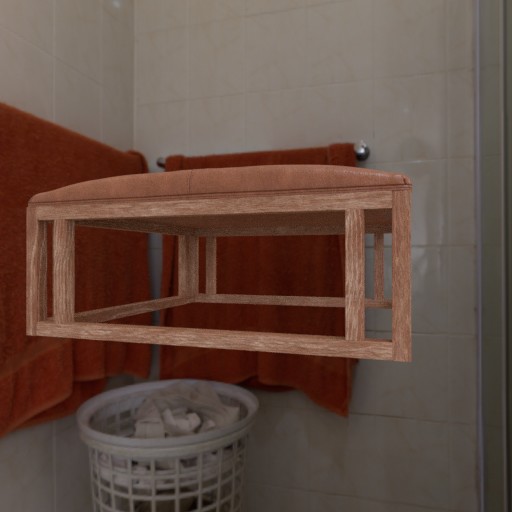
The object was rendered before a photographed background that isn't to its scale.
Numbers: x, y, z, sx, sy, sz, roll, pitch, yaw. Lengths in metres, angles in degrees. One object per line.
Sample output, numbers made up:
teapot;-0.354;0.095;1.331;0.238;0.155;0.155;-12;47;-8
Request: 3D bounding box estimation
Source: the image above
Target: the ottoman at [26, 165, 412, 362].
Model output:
ottoman;0.000;0.000;1.547;1.013;0.442;1.016;0;0;18
